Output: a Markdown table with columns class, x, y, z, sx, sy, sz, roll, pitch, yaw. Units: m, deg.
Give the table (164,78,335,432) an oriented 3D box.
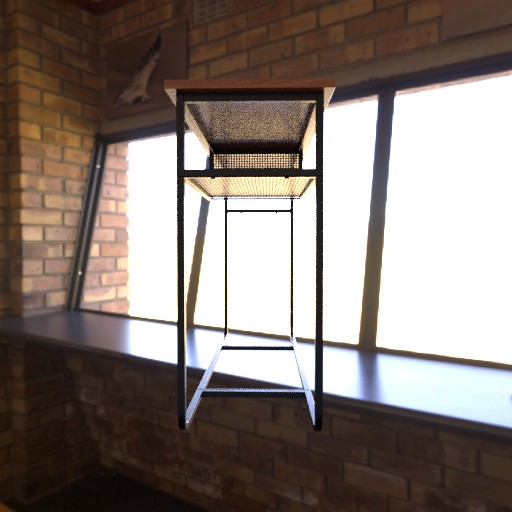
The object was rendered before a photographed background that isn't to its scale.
| class | x | y | z | sx | sy | sz | roll | pitch | yaw |
| --- | --- | --- | --- | --- | --- | --- | --- | --- | --- |
| table | 0.000 | 0.000 | 1.463 | 0.350 | 0.750 | 1.100 | 0 | 1 | 1 |
